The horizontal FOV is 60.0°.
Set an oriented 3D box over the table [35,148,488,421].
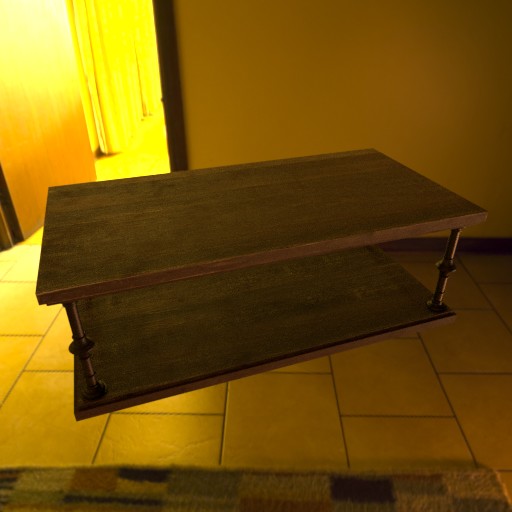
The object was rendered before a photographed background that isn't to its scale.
[{"bbox_3d":[0.000,0.000,1.320,1.088,0.373,0.554,-10,33,-16],"label":"table"}]
